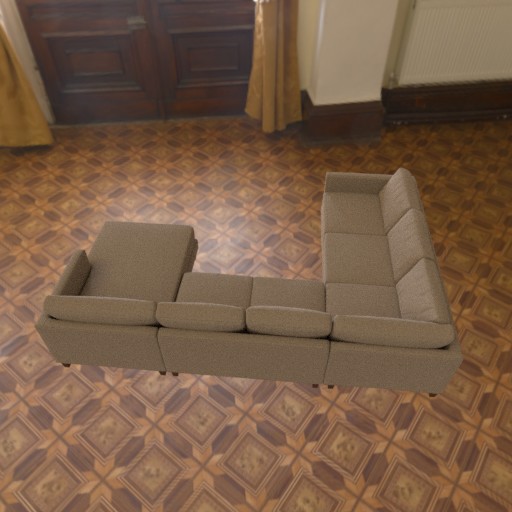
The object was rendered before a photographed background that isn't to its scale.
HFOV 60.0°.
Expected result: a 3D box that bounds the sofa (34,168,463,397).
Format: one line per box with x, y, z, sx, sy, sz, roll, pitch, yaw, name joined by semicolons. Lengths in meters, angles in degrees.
0.000;0.000;4.517;3.438;0.865;2.424;4;45;4;sofa
